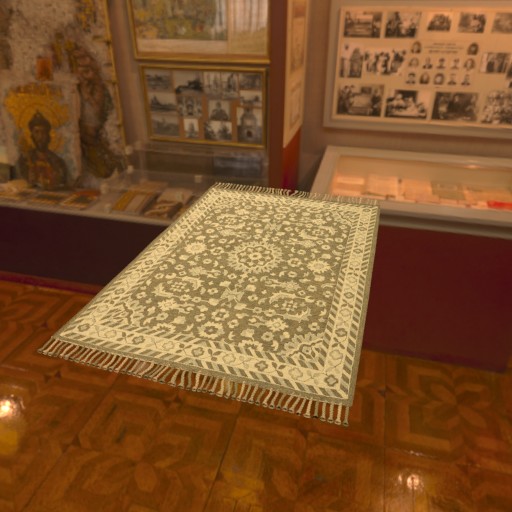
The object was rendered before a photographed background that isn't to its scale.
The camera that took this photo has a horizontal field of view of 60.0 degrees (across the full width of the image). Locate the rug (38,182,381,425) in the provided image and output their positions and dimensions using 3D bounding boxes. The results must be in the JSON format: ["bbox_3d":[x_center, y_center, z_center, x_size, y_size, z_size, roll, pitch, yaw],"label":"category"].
[{"bbox_3d":[0.000,0.000,2.988,1.530,0.025,2.431,9,31,14],"label":"rug"}]
